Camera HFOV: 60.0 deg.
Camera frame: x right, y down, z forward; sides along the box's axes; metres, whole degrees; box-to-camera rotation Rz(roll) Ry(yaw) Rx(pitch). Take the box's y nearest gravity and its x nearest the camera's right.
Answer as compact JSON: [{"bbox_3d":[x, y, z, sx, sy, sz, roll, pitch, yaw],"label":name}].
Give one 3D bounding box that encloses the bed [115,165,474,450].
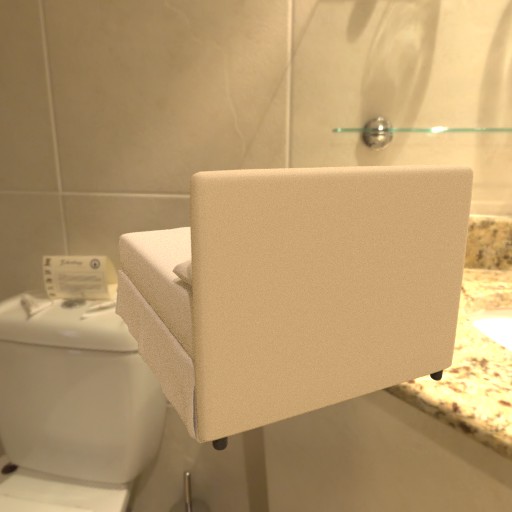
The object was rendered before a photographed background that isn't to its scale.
[{"bbox_3d":[0.000,0.000,3.176,1.714,1.330,2.147,-7,15,-26],"label":"bed"}]
